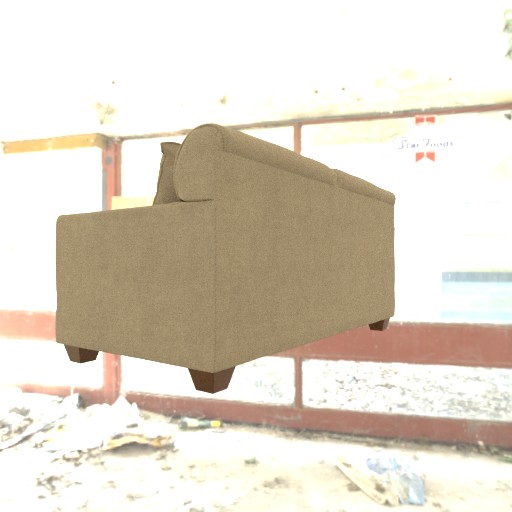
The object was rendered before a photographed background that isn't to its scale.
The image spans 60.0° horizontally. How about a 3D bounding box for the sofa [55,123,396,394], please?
[{"bbox_3d":[0.000,0.000,2.463,0.998,0.958,1.846,0,-1,35],"label":"sofa"}]
